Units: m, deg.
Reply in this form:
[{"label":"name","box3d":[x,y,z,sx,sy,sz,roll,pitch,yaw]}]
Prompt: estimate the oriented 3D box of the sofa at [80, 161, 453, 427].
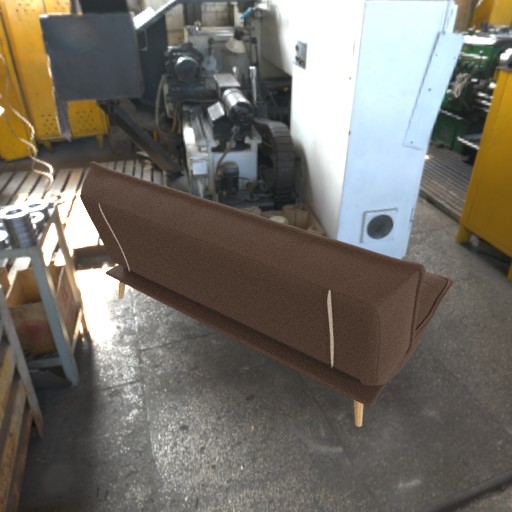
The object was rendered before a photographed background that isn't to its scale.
[{"label":"sofa","box3d":[0.000,0.000,2.510,1.940,0.890,0.950,20,37,30]}]
